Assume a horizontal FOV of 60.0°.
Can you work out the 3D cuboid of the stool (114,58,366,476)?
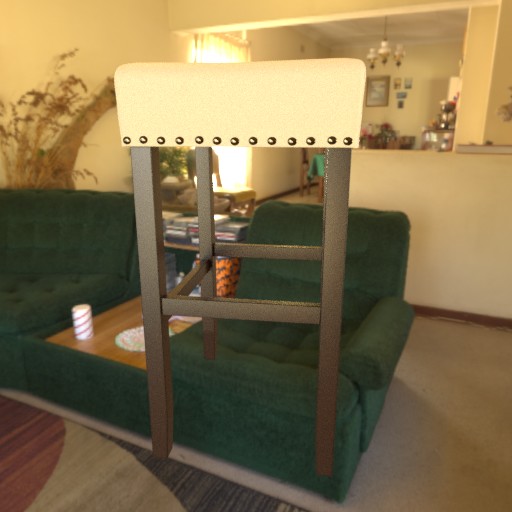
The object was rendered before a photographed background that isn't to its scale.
[{"bbox_3d":[0.000,0.000,0.999,0.401,0.762,0.471,2,16,8],"label":"stool"}]
